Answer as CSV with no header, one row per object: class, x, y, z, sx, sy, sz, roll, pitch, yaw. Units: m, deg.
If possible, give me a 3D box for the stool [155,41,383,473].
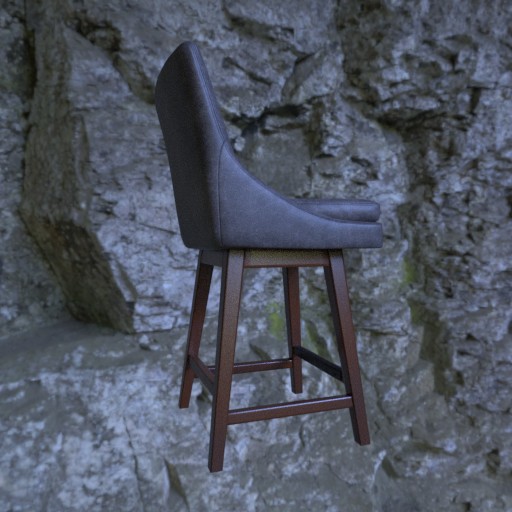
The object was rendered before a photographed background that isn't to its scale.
stool,0.000,0.000,1.354,0.587,1.046,0.492,-1,2,-20
